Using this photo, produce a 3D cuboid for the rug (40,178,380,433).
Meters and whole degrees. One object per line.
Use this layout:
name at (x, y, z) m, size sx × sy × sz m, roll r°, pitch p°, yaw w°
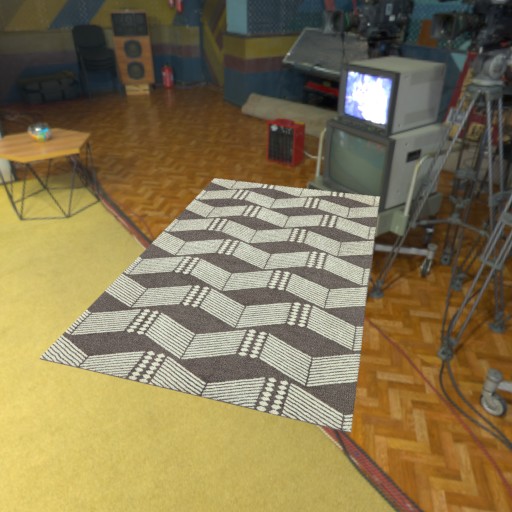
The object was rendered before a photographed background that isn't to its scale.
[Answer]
rug at (0.000, 0.000, 2.994) m, size 1.517 × 0.011 × 2.435 m, roll 9°, pitch 33°, yaw 14°
